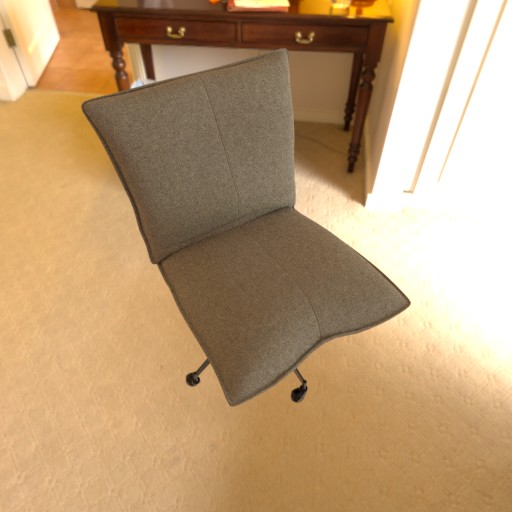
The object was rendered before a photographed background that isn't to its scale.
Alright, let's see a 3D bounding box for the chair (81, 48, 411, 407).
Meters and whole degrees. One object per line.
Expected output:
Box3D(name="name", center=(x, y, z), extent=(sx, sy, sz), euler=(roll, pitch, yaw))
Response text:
Box3D(name="chair", center=(0.000, 0.000, 1.261), extent=(0.597, 0.811, 0.696), euler=(-23, 51, -20))
